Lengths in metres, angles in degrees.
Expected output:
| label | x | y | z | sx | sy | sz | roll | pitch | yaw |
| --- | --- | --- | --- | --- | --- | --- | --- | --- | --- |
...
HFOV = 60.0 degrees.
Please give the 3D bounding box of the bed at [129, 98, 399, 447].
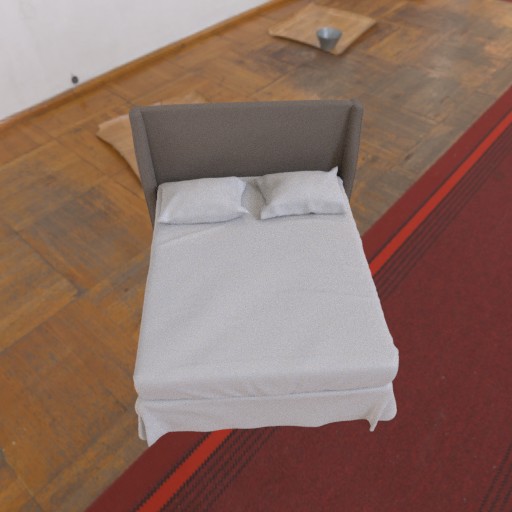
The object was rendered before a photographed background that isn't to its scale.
| label | x | y | z | sx | sy | sz | roll | pitch | yaw |
| --- | --- | --- | --- | --- | --- | --- | --- | --- | --- |
| bed | 0.000 | 0.000 | 3.366 | 1.925 | 1.332 | 2.276 | -3 | 48 | -3 |
